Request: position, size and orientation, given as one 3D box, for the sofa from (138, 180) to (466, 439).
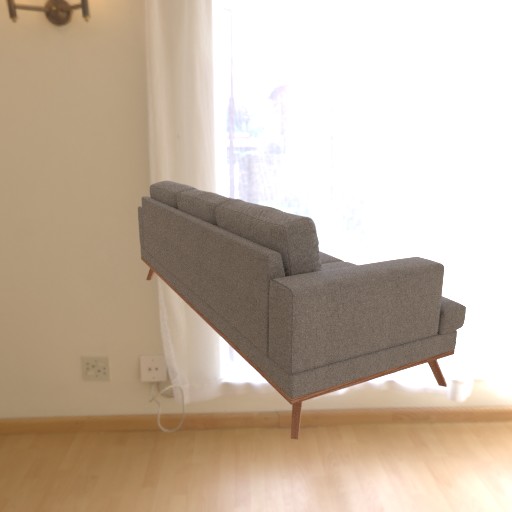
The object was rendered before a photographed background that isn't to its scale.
[{"bbox_3d":[0.000,0.000,2.723,0.920,0.810,2.310,-7,16,-26],"label":"sofa"}]
